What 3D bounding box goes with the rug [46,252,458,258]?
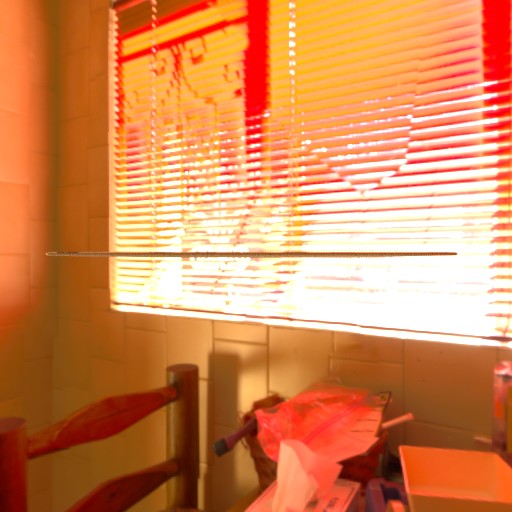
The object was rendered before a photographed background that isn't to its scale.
[{"bbox_3d":[0.000,0.000,3.817,2.211,0.021,2.910,0,0,1],"label":"rug"}]
